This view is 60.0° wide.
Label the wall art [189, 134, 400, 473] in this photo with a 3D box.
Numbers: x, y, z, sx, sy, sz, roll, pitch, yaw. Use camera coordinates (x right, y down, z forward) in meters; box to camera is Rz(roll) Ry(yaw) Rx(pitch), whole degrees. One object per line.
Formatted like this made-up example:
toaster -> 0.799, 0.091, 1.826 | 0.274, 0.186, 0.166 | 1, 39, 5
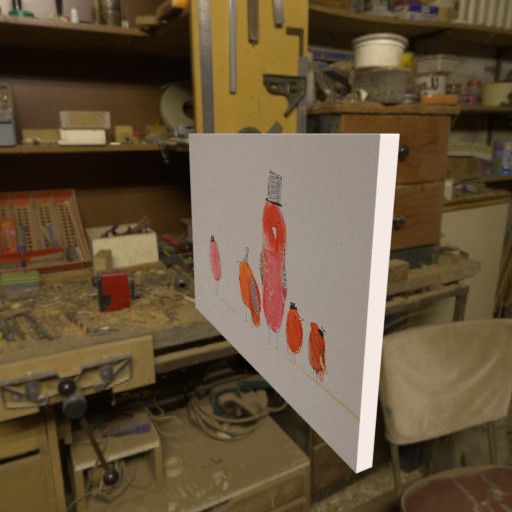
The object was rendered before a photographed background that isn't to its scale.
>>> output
wall art -> 0.000, 0.000, 1.146 | 0.038, 0.609, 0.914 | -8, 17, -25
